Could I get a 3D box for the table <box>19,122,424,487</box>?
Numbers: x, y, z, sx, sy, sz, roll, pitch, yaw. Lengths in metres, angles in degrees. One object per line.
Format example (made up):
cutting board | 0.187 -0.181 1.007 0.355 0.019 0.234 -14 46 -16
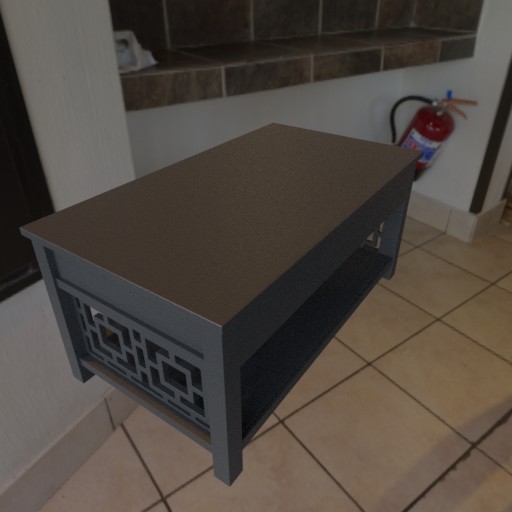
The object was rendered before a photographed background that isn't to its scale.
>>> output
table | 0.000 0.000 1.381 0.612 0.493 1.068 20 37 29
